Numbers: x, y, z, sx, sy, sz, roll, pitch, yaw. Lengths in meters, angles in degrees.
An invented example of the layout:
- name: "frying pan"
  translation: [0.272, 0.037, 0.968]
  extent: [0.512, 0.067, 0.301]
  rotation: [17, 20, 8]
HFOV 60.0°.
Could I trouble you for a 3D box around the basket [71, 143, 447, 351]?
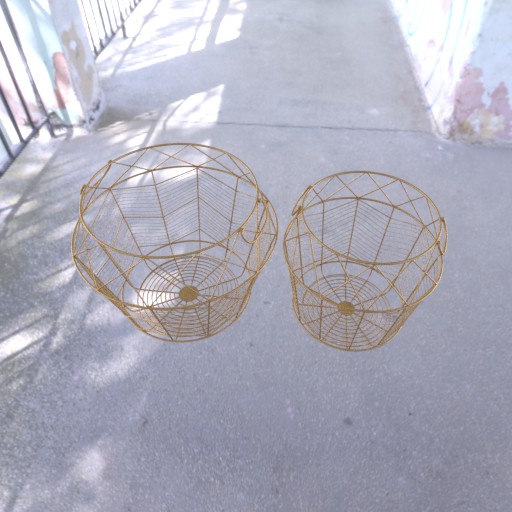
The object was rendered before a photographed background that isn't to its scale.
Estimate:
- name: "basket"
  translation: [0.000, 0.000, 1.024]
  extent: [0.805, 0.343, 0.451]
  rotation: [5, 48, 4]
